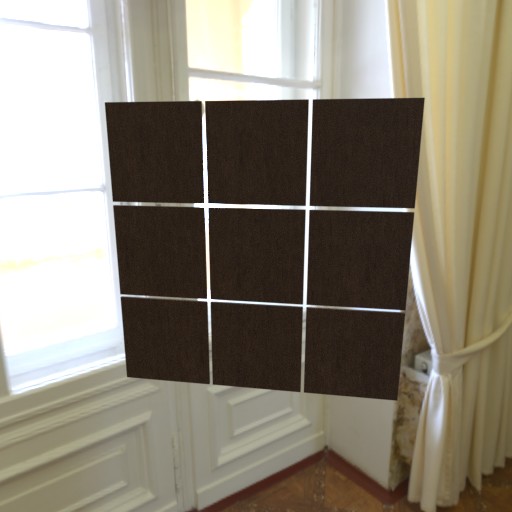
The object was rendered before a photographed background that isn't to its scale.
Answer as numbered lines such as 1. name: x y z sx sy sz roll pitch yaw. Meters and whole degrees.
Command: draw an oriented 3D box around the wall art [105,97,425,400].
1. wall art: 0.000 0.000 2.292 1.527 1.525 0.014 2 15 9
